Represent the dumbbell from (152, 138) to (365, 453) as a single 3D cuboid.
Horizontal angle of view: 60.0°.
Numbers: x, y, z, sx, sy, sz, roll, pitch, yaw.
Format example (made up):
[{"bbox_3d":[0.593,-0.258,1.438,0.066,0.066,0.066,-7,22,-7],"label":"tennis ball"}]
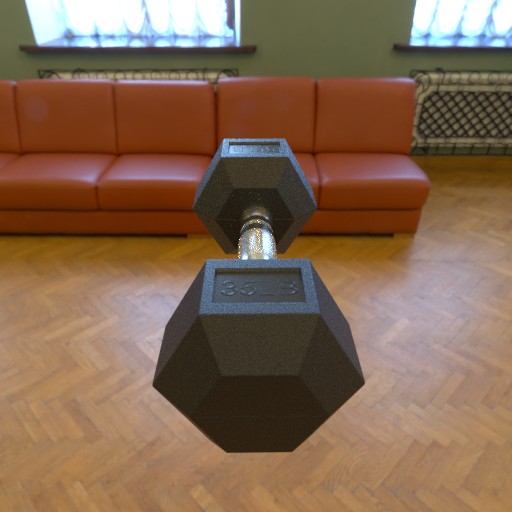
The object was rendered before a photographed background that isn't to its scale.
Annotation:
[{"bbox_3d":[0.000,0.000,0.420,0.141,0.123,0.356,0,34,-1],"label":"dumbbell"}]
